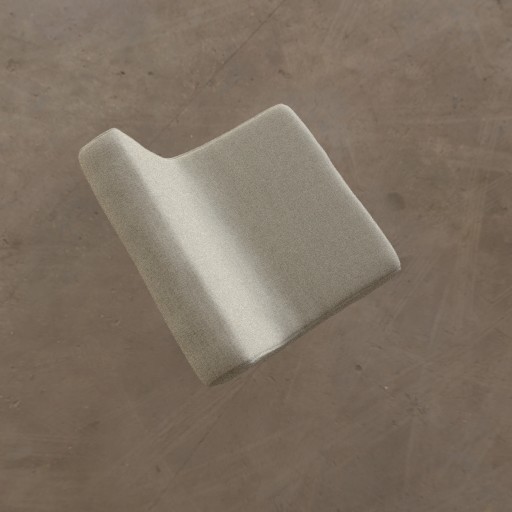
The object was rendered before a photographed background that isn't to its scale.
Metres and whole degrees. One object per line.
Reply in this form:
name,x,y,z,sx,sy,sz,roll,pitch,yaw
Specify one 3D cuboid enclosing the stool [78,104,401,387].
stool,0.000,0.000,1.236,0.500,0.937,0.511,-31,78,-7
